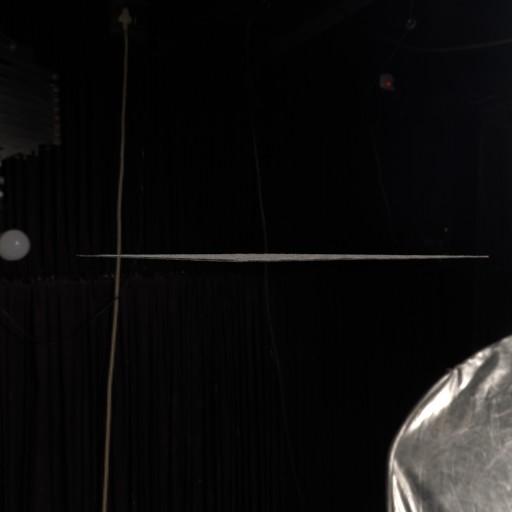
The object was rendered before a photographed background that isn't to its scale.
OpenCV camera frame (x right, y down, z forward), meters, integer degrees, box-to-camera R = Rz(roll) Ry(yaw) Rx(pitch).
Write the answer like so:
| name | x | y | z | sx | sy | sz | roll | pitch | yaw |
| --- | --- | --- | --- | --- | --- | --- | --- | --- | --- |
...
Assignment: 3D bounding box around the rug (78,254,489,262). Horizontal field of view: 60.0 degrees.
| name | x | y | z | sx | sy | sz | roll | pitch | yaw |
| --- | --- | --- | --- | --- | --- | --- | --- | --- | --- |
| rug | 0.000 | 0.000 | 4.070 | 2.432 | 0.013 | 3.021 | 0 | 1 | -35 |
